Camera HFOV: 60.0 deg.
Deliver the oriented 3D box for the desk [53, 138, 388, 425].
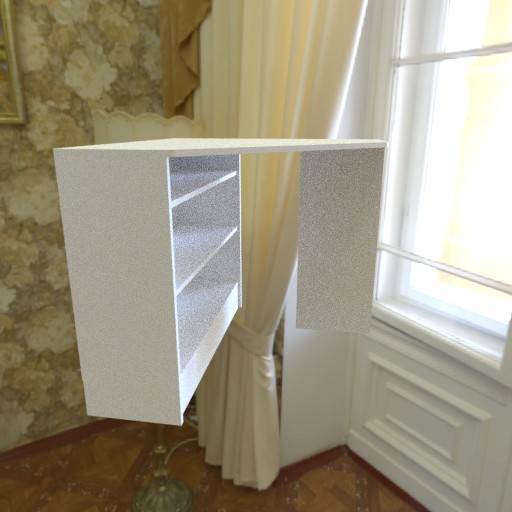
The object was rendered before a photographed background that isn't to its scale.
[{"bbox_3d":[0.000,0.000,1.653,0.926,0.818,0.940,3,17,9],"label":"desk"}]
